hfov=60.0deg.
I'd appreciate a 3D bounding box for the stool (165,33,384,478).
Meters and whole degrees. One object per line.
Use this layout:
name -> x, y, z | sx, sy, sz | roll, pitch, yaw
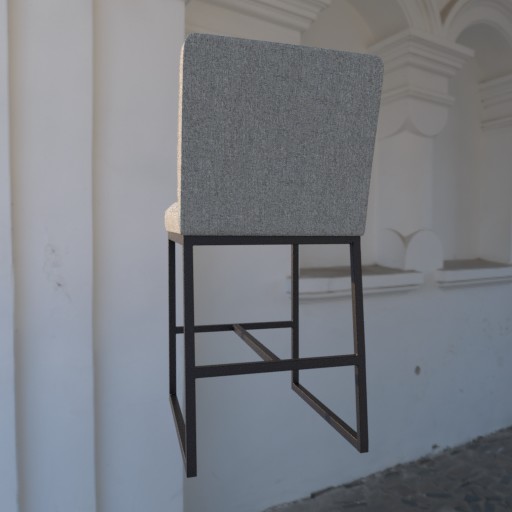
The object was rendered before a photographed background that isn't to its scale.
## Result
stool -> 0.000, 0.000, 1.221 | 0.460, 0.940, 0.560 | -1, 2, -15
